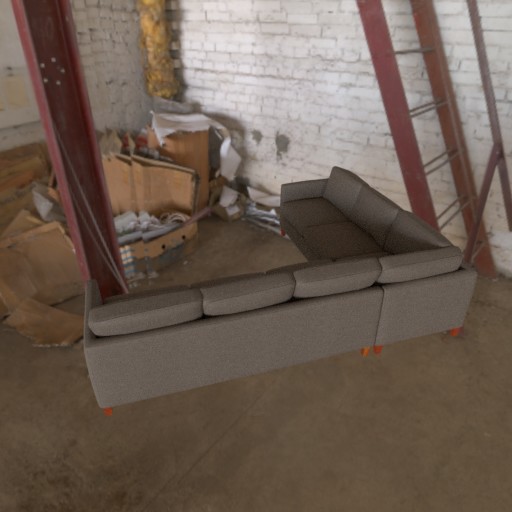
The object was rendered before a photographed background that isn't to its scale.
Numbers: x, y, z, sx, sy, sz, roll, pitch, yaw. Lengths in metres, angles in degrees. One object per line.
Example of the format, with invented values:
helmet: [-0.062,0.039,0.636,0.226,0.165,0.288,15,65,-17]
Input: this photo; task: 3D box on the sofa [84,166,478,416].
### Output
sofa: [0.000,0.000,4.594,3.302,0.947,2.593,-9,31,-15]
